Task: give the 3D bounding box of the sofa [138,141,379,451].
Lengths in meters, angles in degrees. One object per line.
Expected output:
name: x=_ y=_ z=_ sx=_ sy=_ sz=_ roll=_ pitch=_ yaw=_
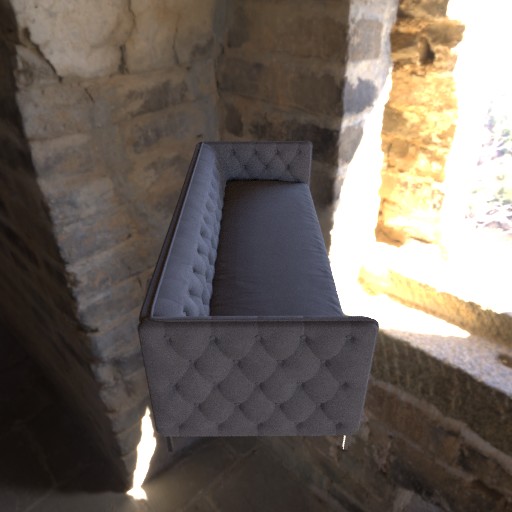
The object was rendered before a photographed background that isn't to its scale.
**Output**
sofa: x=0.000 y=0.000 z=2.698 sx=0.895 sy=0.771 sz=2.209 roll=0 pitch=32 yaw=0
